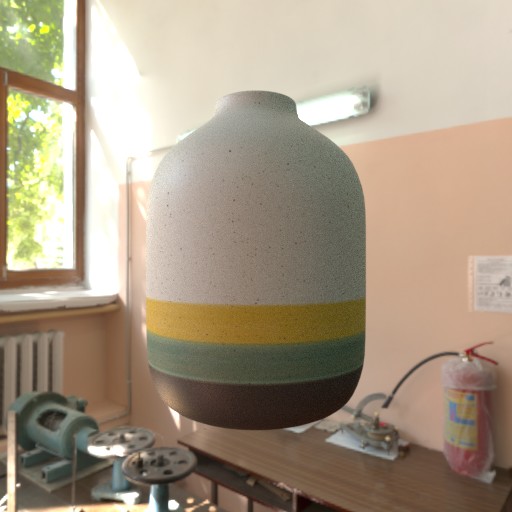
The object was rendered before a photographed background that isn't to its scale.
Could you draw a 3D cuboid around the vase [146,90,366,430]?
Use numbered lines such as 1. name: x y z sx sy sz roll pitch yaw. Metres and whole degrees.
1. vase: 0.000 0.000 0.352 0.169 0.240 0.169 0 0 0
